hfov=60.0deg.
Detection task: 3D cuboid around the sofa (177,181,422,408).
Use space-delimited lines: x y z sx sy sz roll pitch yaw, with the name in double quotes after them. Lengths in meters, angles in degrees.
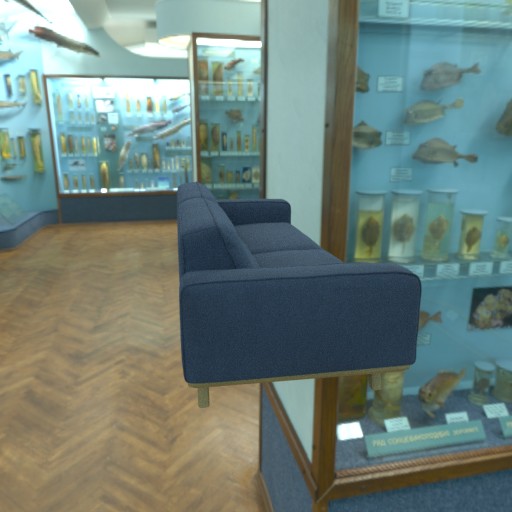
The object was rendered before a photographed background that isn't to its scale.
0.000 0.000 2.759 0.953 0.782 2.270 -3 15 -10 "sofa"
